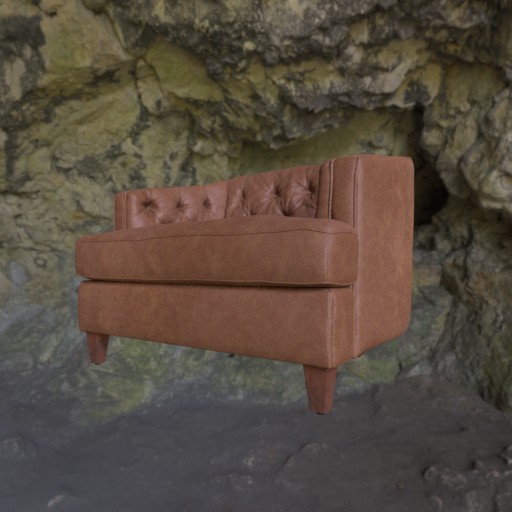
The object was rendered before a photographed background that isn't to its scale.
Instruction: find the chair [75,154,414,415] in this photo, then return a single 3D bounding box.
[{"bbox_3d":[0.000,0.000,1.737,1.119,0.836,0.911,-1,-2,36],"label":"chair"}]
